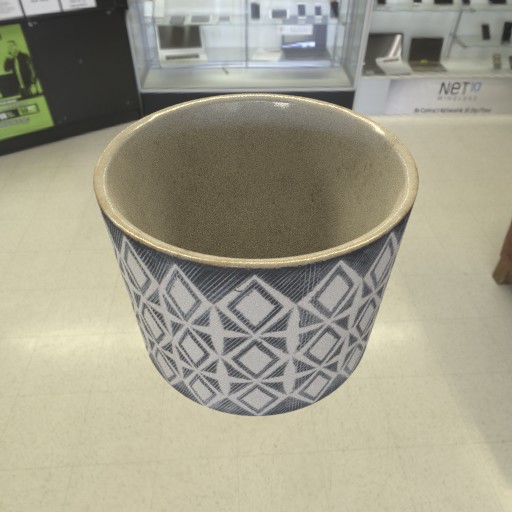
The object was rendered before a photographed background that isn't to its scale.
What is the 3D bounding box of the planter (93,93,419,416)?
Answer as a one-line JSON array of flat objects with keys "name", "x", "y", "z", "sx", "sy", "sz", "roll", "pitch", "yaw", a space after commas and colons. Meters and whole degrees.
[{"name": "planter", "x": 0.000, "y": 0.000, "z": 0.326, "sx": 0.192, "sy": 0.165, "sz": 0.192, "roll": 0, "pitch": 43, "yaw": 0}]
